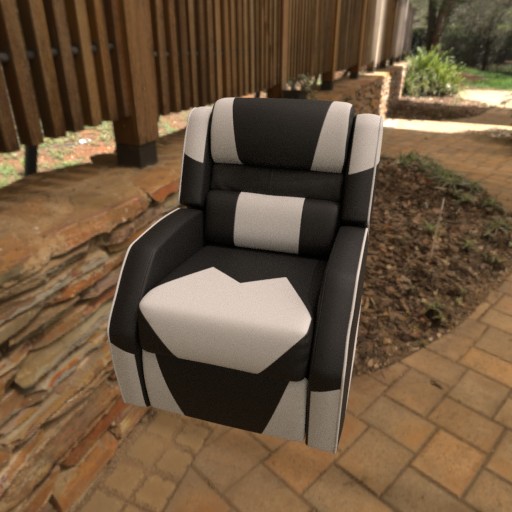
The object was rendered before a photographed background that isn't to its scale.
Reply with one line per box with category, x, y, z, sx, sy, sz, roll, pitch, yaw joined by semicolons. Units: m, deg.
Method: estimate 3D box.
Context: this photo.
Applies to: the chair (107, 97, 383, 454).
chair;0.000;0.000;1.294;0.620;0.805;0.672;8;27;15
